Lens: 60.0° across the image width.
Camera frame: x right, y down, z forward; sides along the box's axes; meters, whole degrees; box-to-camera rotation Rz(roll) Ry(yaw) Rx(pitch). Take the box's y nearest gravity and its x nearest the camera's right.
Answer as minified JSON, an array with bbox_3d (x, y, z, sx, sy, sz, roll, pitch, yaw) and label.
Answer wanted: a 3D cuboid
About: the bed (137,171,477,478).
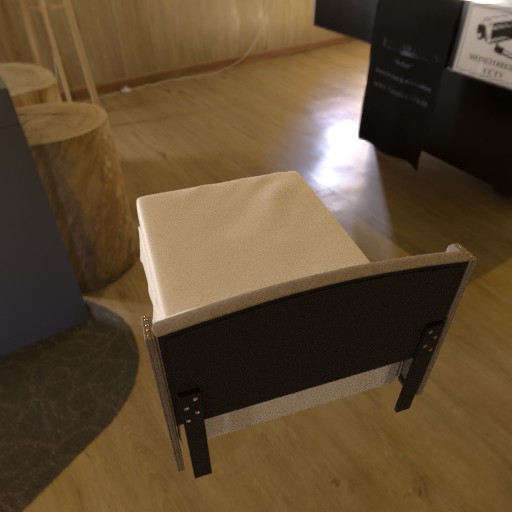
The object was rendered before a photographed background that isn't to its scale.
[{"bbox_3d":[0.000,0.000,3.279,1.710,1.407,2.237,-12,42,-14],"label":"bed"}]
